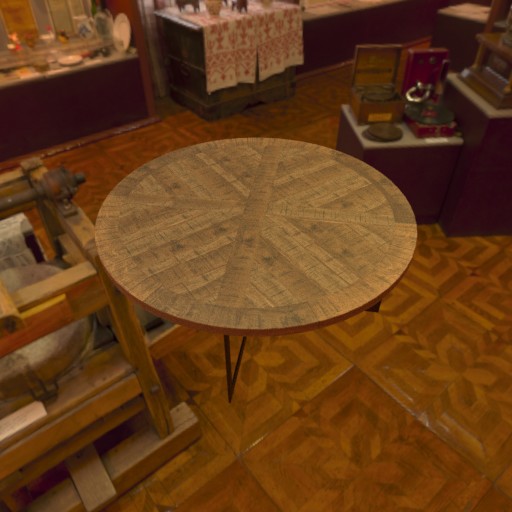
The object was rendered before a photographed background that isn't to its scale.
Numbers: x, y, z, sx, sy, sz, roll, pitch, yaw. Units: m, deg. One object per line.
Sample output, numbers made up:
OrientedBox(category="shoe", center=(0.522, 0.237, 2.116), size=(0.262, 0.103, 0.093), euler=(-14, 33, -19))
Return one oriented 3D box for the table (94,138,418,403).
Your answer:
OrientedBox(category="table", center=(0.000, 0.000, 1.965), size=(1.264, 0.516, 1.264), euler=(0, 41, 0))
